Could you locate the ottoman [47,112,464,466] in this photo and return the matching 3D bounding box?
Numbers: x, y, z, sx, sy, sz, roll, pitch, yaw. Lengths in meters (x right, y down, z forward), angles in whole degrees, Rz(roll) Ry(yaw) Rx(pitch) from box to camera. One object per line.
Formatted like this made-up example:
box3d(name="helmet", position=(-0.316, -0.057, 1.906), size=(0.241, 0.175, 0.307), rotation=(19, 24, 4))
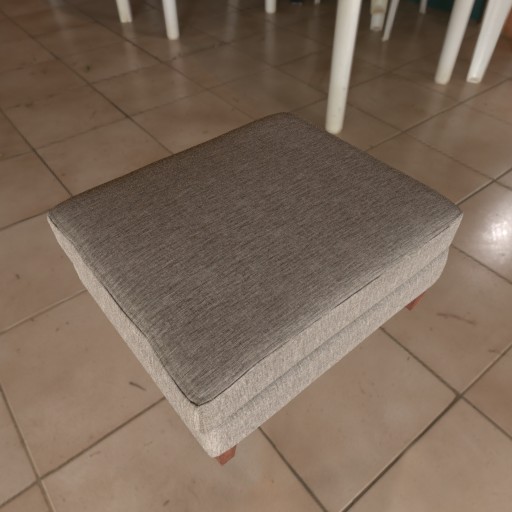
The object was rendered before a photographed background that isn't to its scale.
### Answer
box3d(name="ottoman", position=(0.000, 0.000, 1.459), size=(0.994, 0.492, 0.839), rotation=(-30, 53, -27))
